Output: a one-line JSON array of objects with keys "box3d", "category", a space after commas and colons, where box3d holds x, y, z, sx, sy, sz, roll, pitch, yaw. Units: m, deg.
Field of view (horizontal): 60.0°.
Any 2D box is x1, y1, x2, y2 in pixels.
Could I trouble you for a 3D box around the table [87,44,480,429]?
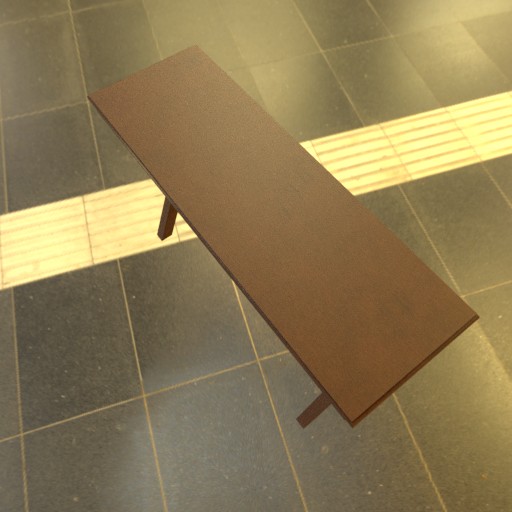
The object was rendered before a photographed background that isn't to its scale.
[{"box3d": [0.000, 0.000, 1.526, 0.399, 0.763, 1.197, -34, 67, -16], "category": "table"}]
